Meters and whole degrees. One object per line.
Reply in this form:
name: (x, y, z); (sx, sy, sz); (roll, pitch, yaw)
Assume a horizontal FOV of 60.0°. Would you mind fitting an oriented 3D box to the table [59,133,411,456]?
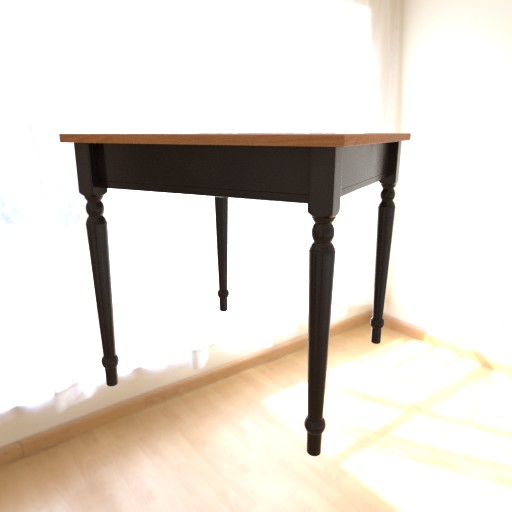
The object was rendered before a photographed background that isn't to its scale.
table: (0.000, 0.000, 1.385); (0.747, 0.738, 0.747); (8, 18, 26)
